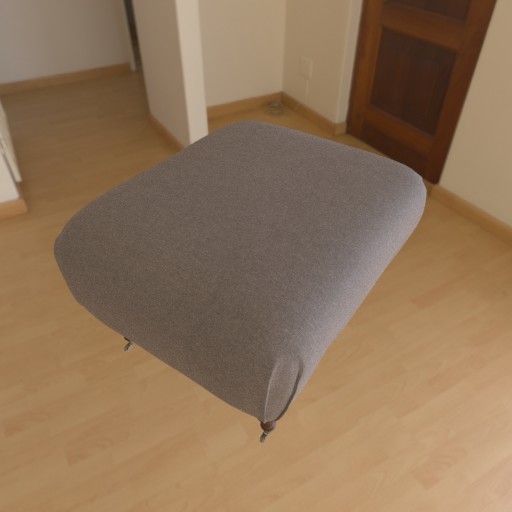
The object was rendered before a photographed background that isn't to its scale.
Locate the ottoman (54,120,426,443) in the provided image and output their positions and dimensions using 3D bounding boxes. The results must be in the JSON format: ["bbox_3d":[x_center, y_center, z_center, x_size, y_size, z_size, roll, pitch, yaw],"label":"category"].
[{"bbox_3d":[0.000,0.000,1.129,0.622,0.450,0.747,24,46,26],"label":"ottoman"}]
